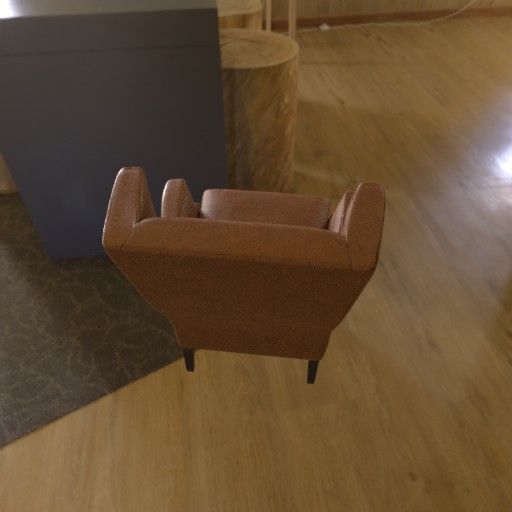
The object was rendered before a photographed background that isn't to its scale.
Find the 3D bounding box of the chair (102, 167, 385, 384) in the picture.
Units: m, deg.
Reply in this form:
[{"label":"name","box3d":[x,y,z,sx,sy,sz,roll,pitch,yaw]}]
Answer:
[{"label":"chair","box3d":[0.000,0.000,1.725,0.852,1.016,0.925,5,47,4]}]
